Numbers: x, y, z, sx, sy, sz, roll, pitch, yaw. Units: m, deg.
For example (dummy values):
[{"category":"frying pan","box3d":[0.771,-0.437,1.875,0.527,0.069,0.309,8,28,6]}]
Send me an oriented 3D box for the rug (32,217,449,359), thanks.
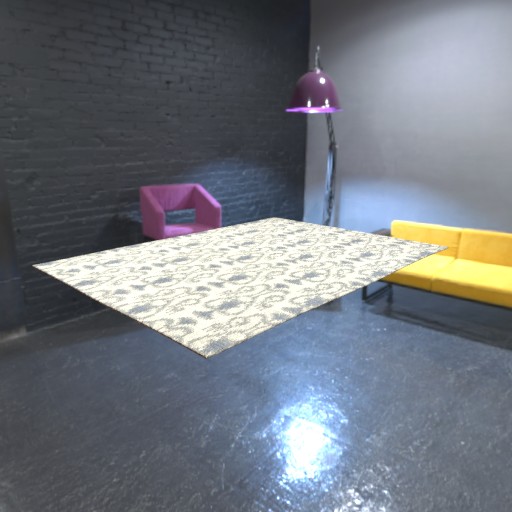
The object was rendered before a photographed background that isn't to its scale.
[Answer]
[{"category":"rug","box3d":[0.000,0.000,2.954,1.676,0.013,2.261,14,21,42]}]
